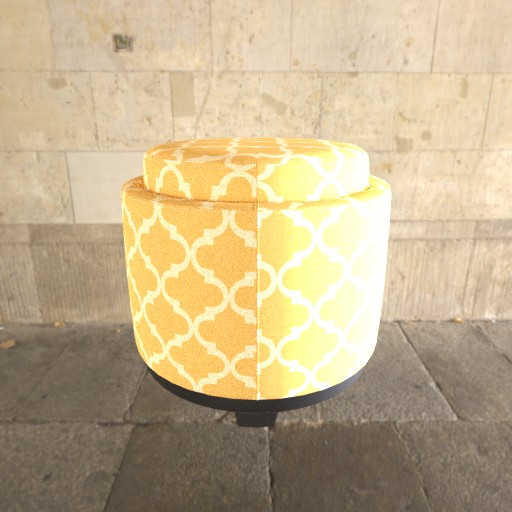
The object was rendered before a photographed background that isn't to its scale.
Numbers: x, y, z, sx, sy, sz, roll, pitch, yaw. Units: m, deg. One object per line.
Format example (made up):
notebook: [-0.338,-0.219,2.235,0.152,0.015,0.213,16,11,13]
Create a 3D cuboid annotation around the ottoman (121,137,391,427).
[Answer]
ottoman: [0.000,0.000,0.852,0.480,0.429,0.480,0,19,0]
